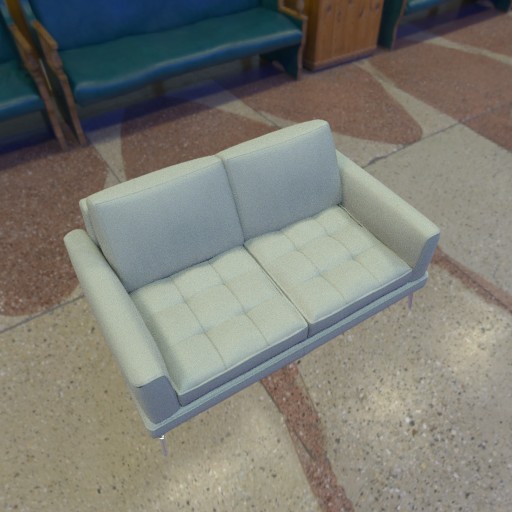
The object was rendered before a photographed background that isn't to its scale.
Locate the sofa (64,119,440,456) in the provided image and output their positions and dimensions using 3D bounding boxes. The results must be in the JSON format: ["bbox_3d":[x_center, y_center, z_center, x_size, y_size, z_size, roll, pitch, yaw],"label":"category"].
[{"bbox_3d":[0.000,0.000,2.500,1.819,0.930,1.121,-24,51,-21],"label":"sofa"}]
